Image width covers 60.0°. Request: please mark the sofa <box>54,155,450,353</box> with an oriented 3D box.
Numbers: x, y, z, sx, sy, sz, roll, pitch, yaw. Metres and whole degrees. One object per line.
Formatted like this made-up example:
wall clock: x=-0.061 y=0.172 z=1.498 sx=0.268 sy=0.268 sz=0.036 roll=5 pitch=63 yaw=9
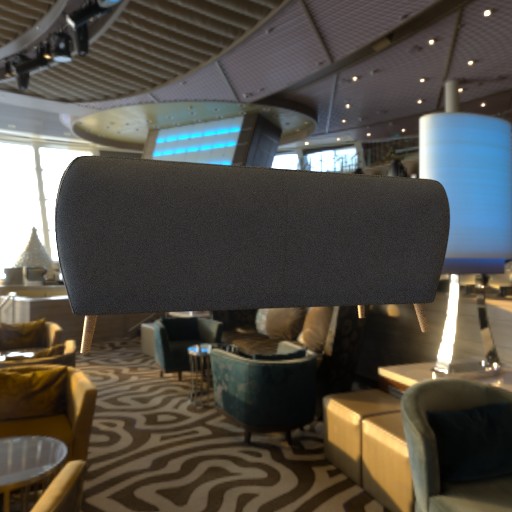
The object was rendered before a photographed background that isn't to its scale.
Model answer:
sofa: x=0.000 y=0.000 z=2.461 sx=1.975 sy=0.832 sz=0.841 roll=0 pitch=-1 yaw=-18
